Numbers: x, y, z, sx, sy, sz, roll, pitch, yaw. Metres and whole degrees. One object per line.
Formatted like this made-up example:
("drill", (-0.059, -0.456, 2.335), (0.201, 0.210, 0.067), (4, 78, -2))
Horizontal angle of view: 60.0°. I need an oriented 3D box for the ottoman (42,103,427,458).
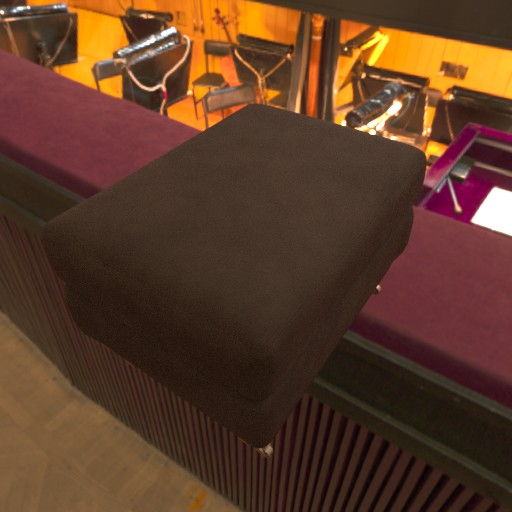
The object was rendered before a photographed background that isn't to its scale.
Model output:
("ottoman", (0.000, 0.000, 1.127), (0.574, 0.497, 0.773), (25, 47, 25))
